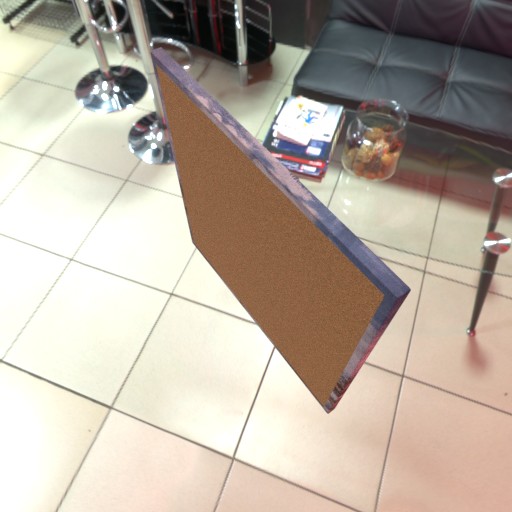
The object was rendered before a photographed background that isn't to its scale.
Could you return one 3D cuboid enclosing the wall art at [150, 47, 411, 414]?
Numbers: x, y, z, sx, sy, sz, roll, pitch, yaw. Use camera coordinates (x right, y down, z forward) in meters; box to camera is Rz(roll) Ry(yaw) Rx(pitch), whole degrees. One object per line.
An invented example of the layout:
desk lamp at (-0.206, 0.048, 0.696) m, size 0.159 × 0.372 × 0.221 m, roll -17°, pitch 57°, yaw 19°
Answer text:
wall art at (0.000, 0.000, 1.534) m, size 0.040 × 1.020 × 1.010 m, roll -32°, pitch 63°, yaw -18°
